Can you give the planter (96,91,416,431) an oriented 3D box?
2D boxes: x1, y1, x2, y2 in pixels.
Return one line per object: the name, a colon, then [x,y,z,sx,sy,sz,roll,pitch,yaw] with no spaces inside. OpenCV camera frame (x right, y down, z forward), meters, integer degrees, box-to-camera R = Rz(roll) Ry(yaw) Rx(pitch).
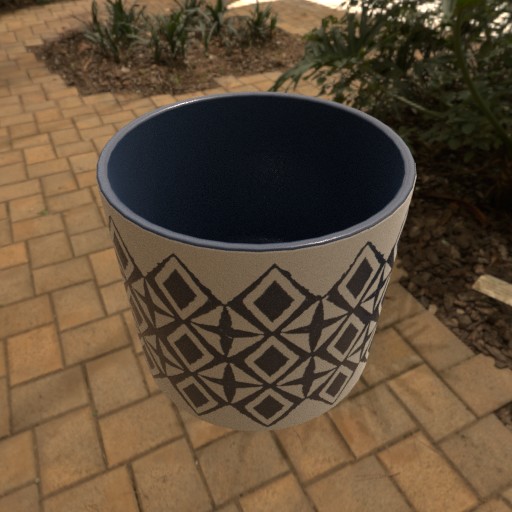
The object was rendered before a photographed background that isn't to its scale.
planter: [0.000,0.000,0.384,0.224,0.203,0.224,0,41,0]
